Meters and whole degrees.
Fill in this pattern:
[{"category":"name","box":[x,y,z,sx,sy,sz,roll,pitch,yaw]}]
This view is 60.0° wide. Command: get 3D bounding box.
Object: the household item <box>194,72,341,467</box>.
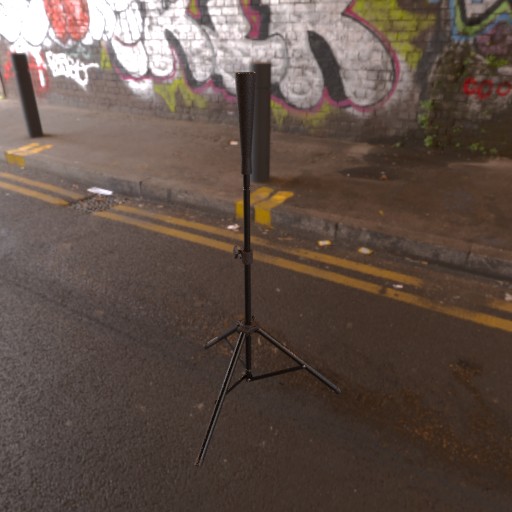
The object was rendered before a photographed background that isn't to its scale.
[{"category":"household item","box":[0.000,0.000,1.382,0.559,1.067,0.559,-8,28,-16]}]
